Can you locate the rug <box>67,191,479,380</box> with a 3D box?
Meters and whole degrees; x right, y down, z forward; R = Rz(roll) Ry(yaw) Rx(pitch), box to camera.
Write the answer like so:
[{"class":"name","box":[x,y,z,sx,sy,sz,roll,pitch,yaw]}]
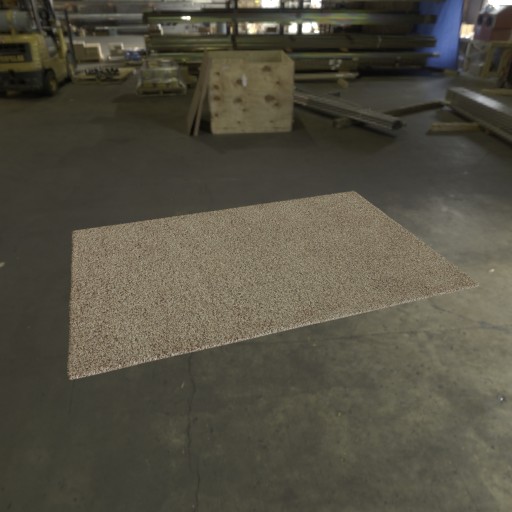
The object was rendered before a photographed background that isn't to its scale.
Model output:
[{"class":"rug","box":[0.000,0.000,3.473,2.743,0.030,1.778,-10,33,-16]}]
